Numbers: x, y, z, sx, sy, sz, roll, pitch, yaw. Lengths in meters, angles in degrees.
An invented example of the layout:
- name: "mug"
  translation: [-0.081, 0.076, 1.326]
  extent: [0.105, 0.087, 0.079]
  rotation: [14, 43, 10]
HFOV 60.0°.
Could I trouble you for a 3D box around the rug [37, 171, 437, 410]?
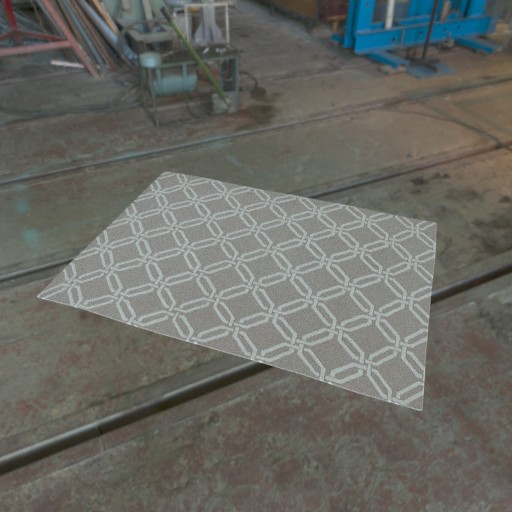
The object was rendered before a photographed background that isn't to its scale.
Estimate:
- name: "rug"
  translation: [0.000, 0.000, 2.802]
  extent: [2.135, 0.013, 1.524]
  rotation: [13, 42, 15]
